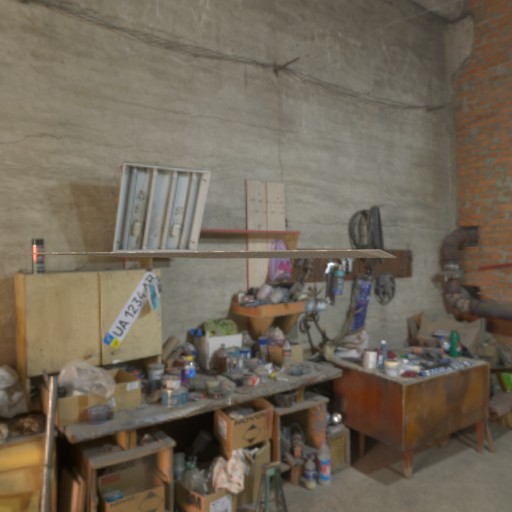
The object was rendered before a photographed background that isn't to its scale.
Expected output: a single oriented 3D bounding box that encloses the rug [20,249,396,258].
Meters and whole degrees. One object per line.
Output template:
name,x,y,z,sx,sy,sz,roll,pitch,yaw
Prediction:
rug,0.000,0.000,3.911,2.283,0.006,2.892,0,-1,19
